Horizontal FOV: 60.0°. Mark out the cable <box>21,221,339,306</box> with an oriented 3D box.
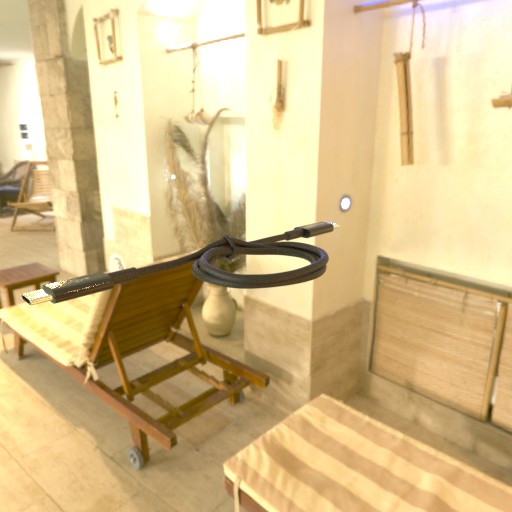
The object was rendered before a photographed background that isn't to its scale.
[{"bbox_3d":[0.000,0.000,0.225,0.203,0.014,0.070,-15,22,-42],"label":"cable"}]
